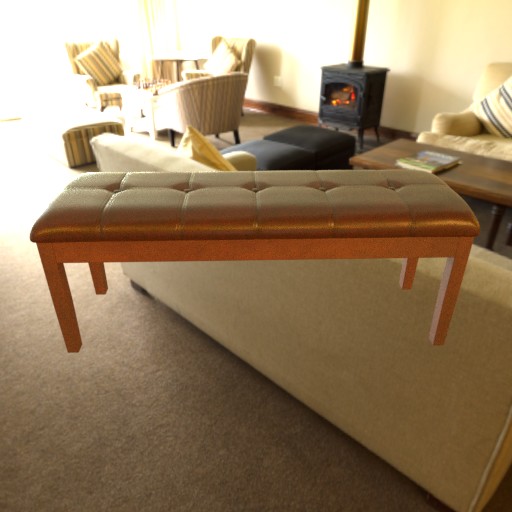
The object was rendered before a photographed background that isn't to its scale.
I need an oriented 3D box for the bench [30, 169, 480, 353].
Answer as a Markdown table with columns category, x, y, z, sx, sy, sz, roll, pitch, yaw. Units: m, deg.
| category | x | y | z | sx | sy | sz | roll | pitch | yaw |
| --- | --- | --- | --- | --- | --- | --- | --- | --- | --- |
| bench | 0.000 | 0.000 | 1.479 | 1.259 | 0.491 | 0.401 | -1 | 30 | -1 |
